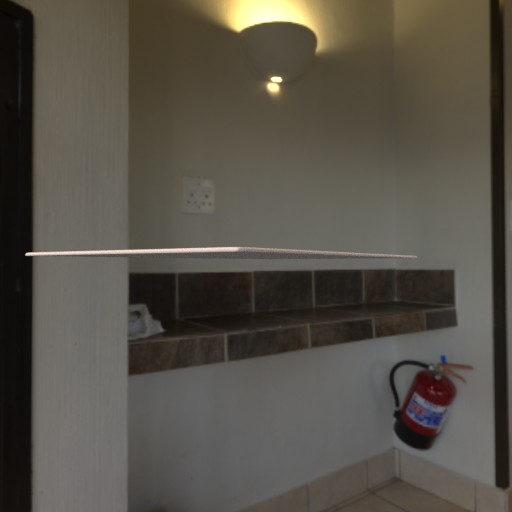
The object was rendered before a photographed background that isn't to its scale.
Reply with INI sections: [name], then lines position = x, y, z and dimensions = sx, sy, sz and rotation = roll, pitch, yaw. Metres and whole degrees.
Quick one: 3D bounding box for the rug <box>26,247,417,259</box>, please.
[rug]
position = 0.000, 0.000, 2.133
dimensions = 1.067, 0.013, 1.676
rotation = -1, -1, 35
